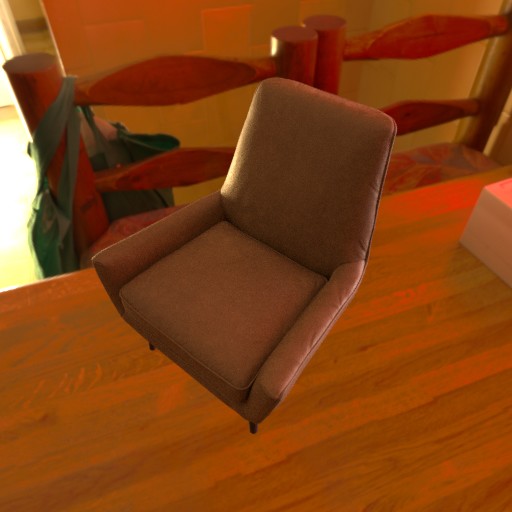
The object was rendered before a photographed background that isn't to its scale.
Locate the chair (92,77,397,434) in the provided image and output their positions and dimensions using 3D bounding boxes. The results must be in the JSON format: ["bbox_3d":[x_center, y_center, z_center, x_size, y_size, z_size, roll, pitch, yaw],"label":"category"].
[{"bbox_3d":[0.000,0.000,1.526,0.787,0.888,0.824,31,53,26],"label":"chair"}]
